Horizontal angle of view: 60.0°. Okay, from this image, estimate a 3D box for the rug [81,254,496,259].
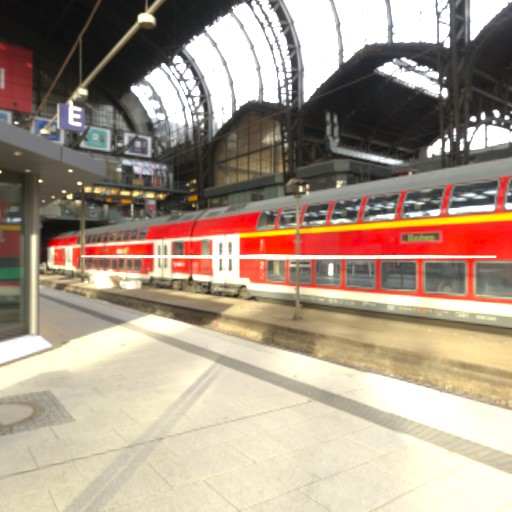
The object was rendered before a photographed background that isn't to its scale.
[{"bbox_3d":[0.000,0.000,2.274,1.232,0.015,1.825,0,0,-37],"label":"rug"}]
